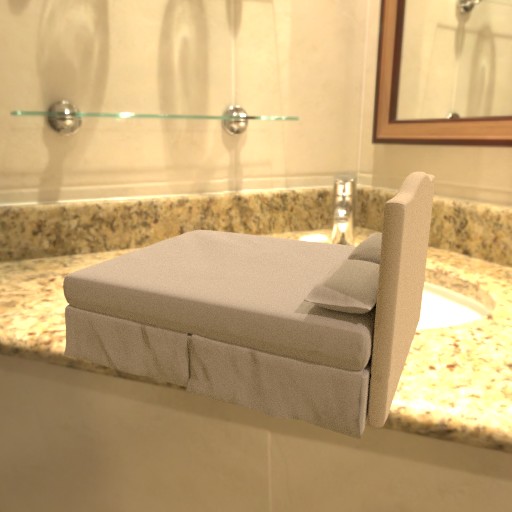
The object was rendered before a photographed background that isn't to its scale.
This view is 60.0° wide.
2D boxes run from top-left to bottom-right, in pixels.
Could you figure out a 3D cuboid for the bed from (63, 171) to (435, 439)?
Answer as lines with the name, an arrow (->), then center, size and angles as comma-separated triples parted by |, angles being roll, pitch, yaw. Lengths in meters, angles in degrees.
bed -> 0.000, 0.000, 3.623 | 2.477, 1.437, 1.977 | 7, 17, 25
